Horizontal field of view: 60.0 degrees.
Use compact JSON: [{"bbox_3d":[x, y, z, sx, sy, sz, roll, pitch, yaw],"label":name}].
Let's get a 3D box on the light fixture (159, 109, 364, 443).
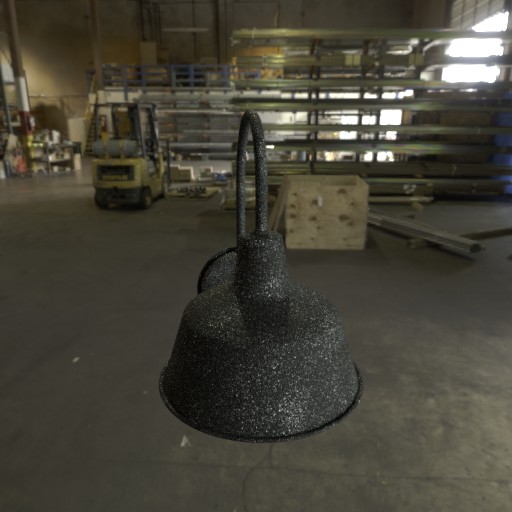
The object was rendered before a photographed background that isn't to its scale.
[{"bbox_3d":[0.000,0.000,0.475,0.216,0.300,0.283,-3,17,-9],"label":"light fixture"}]
